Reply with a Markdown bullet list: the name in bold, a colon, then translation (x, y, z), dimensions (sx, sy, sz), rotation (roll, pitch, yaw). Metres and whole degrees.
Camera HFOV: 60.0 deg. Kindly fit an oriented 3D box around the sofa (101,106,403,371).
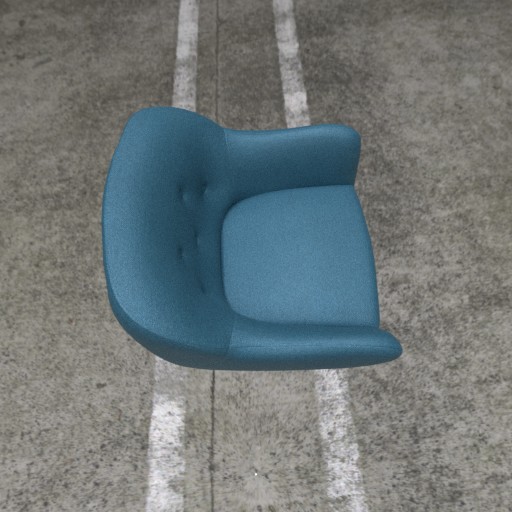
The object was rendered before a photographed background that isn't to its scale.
- **sofa**: translation (0.000, 0.000, 1.552), dimensions (0.825, 0.817, 0.836), rotation (-3, 64, -1)
